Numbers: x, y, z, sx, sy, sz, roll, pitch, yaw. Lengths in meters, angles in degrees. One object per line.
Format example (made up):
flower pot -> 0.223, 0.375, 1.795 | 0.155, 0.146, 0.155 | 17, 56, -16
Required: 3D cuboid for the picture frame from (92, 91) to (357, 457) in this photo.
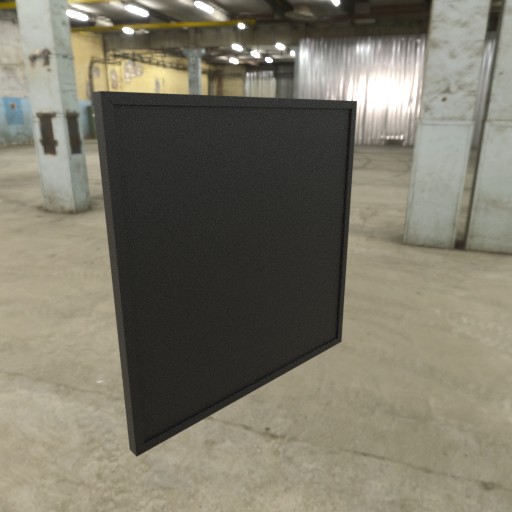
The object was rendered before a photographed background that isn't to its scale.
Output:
picture frame -> 0.000, 0.000, 1.149 | 0.775, 0.775, 0.032 | -16, 24, -41
